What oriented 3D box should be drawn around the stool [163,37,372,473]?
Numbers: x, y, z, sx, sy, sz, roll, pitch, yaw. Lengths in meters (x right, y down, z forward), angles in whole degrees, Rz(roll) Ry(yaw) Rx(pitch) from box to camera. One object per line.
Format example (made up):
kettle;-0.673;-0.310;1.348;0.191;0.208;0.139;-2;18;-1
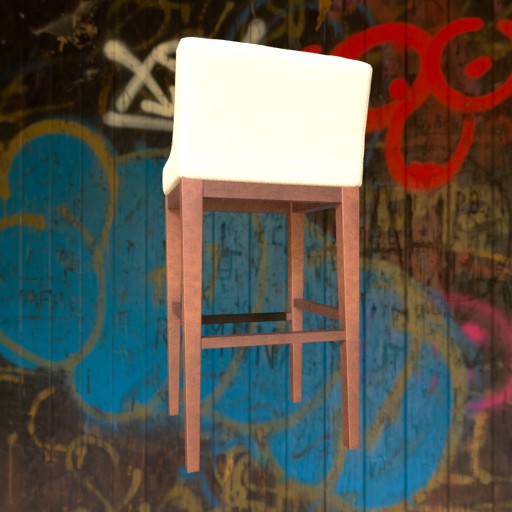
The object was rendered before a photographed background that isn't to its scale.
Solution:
stool;0.000;0.000;1.312;0.511;1.037;0.500;0;0;-17
